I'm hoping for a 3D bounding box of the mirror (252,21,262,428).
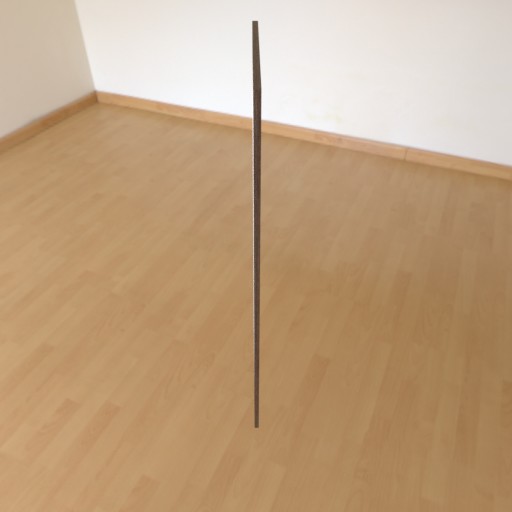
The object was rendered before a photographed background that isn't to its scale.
[{"bbox_3d":[0.000,0.000,2.307,0.025,2.032,0.812,0,41,0],"label":"mirror"}]
